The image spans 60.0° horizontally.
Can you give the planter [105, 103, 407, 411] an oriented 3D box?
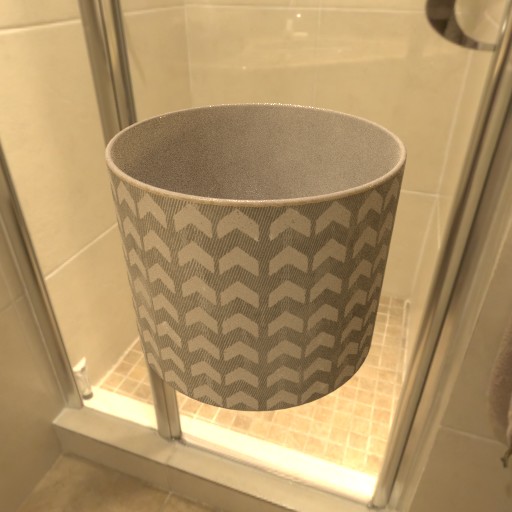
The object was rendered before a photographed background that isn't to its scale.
[{"bbox_3d":[0.000,0.000,0.445,0.250,0.239,0.250,0,33,0],"label":"planter"}]
